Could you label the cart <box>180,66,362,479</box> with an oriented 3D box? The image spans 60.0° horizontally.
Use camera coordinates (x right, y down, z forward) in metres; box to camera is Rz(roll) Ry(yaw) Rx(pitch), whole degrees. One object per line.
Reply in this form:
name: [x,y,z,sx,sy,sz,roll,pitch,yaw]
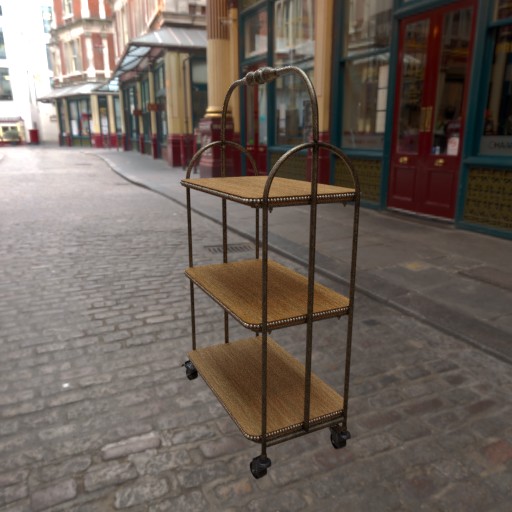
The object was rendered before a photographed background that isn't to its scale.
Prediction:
cart: [0.000,0.000,1.351,0.330,1.052,0.650,-7,16,-25]
